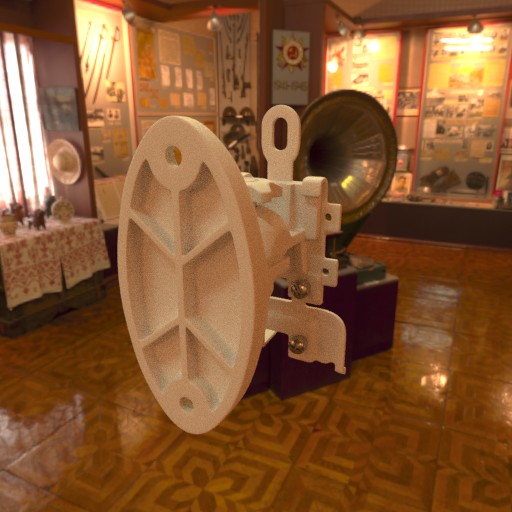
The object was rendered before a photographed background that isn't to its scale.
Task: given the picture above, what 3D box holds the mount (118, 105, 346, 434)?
[{"bbox_3d":[0.000,0.000,0.181,0.066,0.118,0.100,9,19,27],"label":"mount"}]
